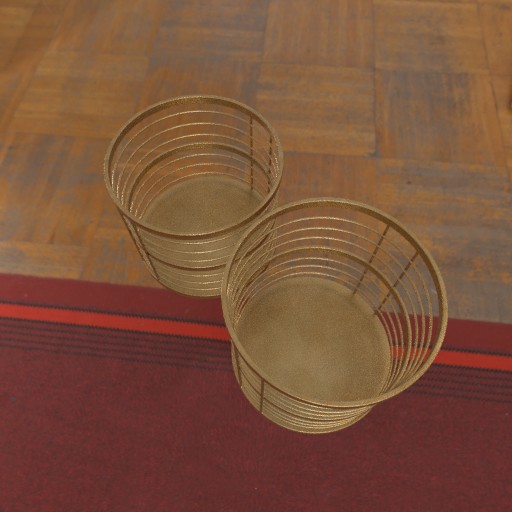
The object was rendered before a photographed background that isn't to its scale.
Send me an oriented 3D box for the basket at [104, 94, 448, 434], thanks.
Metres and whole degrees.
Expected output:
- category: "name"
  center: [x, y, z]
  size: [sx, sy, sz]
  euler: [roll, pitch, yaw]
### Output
- category: "basket"
  center: [0.000, 0.000, 0.925]
  size: [0.356, 0.351, 0.746]
  euler: [-36, 68, -17]
